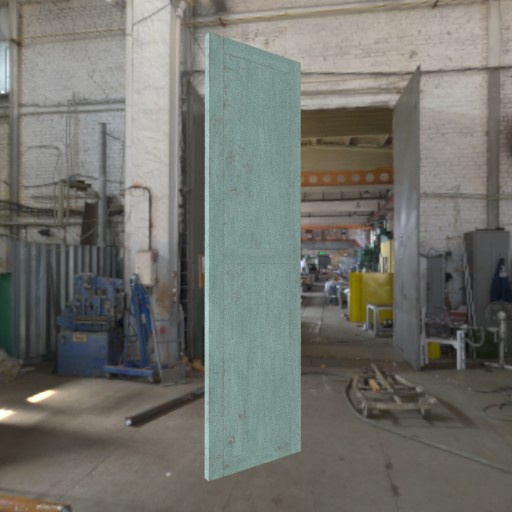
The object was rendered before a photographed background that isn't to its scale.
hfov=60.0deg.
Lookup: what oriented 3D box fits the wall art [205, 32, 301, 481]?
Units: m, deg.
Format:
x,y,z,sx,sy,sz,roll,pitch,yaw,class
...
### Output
x,y,z,sx,sy,sz,roll,pitch,yaw,class
0.000,0.000,1.305,0.329,1.219,0.025,0,-1,-36,wall art
